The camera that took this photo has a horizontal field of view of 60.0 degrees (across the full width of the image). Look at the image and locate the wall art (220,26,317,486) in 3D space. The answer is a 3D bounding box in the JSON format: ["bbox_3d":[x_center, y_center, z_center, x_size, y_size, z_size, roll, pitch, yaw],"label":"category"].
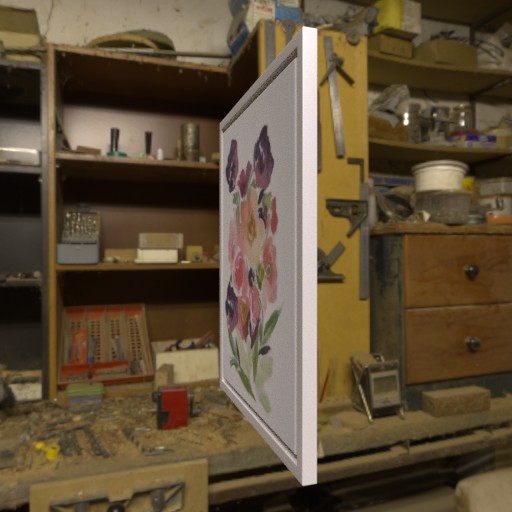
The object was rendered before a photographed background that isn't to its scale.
[{"bbox_3d":[0.000,0.000,1.405,0.042,1.056,0.805,0,0,-18],"label":"wall art"}]
